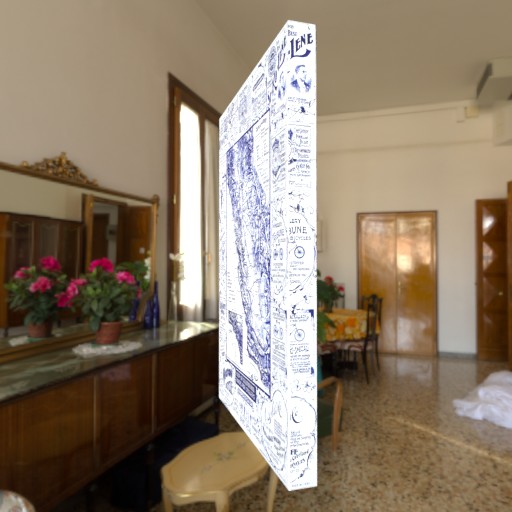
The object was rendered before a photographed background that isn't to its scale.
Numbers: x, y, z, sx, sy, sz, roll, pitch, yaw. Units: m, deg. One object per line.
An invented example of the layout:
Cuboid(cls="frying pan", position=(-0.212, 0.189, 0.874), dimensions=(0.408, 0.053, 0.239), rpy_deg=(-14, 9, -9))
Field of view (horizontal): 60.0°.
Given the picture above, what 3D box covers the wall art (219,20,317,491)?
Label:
Cuboid(cls="wall art", position=(0.000, 0.000, 0.765), dimensions=(0.040, 0.601, 0.408), rpy_deg=(0, -1, -17))
